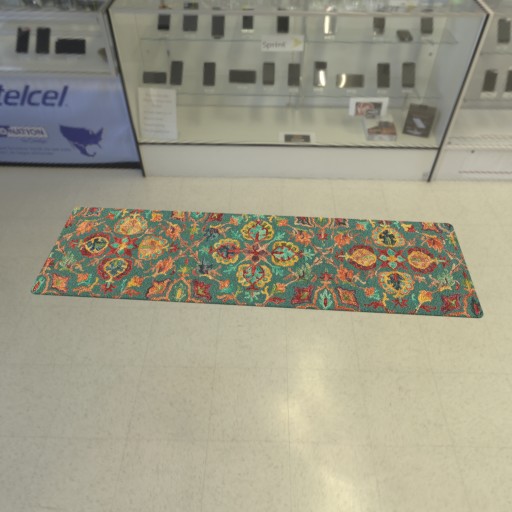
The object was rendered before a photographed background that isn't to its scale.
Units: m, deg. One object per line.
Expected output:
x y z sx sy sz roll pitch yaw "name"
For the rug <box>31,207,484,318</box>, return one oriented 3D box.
0.000 0.000 2.450 2.286 0.013 0.686 3 47 3 "rug"
